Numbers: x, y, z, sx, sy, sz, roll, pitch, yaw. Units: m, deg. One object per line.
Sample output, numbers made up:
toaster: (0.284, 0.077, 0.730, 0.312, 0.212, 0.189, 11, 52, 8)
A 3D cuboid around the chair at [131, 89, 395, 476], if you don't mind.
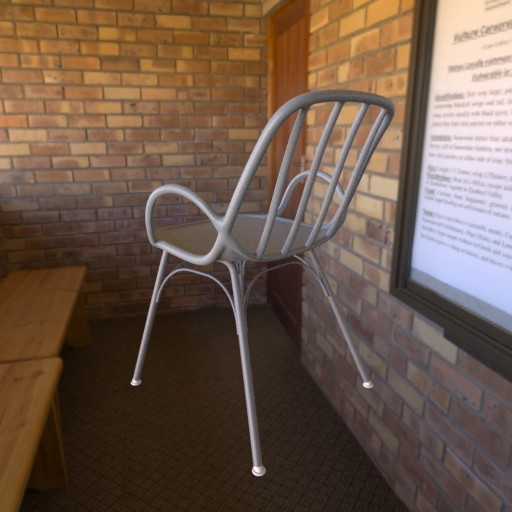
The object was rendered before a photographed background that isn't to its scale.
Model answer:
chair: (0.000, 0.000, 1.211, 0.597, 0.816, 0.549, 14, 21, 41)
